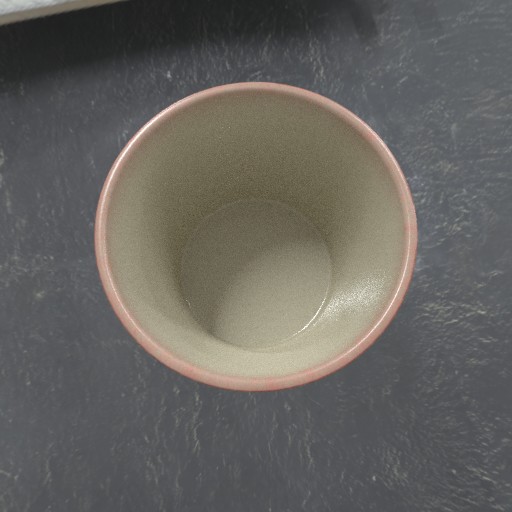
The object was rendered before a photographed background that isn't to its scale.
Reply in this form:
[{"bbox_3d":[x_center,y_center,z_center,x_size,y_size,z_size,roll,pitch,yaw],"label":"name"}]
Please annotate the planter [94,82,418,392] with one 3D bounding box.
[{"bbox_3d":[0.000,0.000,0.488,0.273,0.237,0.273,0,76,0],"label":"planter"}]
